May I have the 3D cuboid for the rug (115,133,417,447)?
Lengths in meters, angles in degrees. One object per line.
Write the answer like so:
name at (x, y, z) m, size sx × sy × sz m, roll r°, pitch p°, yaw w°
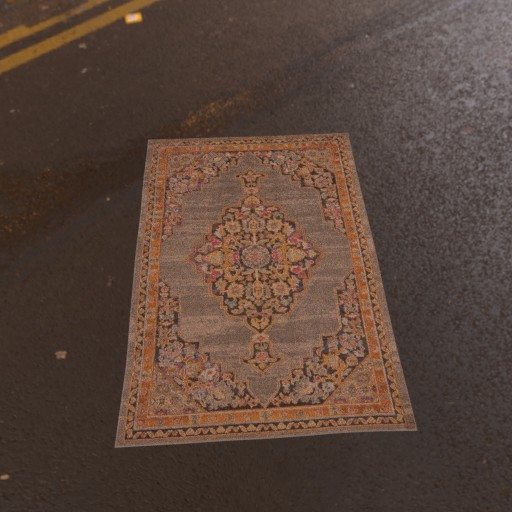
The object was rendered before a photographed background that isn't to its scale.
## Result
rug at (0.000, 0.000, 3.744) m, size 2.043 × 0.026 × 2.901 m, roll -3°, pitch 58°, yaw -2°
